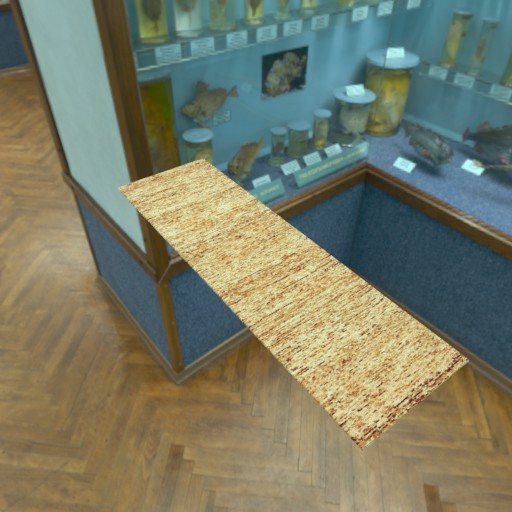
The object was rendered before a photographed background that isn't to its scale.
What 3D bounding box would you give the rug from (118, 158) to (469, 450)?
[{"bbox_3d":[0.000,0.000,2.473,0.680,0.014,2.237,-26,47,-27],"label":"rug"}]
